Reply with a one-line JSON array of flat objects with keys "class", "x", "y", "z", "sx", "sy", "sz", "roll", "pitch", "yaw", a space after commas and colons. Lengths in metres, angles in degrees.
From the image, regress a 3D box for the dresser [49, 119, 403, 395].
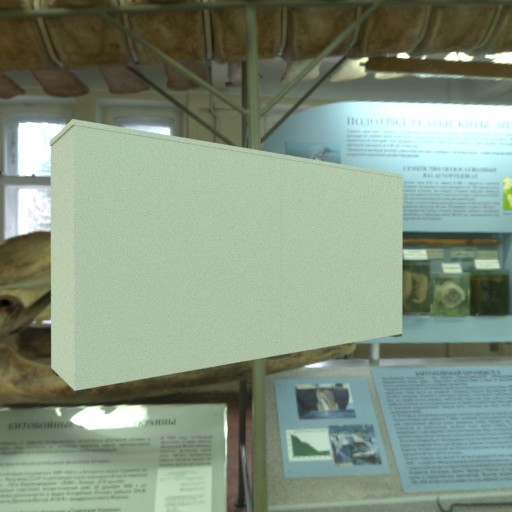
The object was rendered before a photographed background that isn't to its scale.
[{"class": "dresser", "x": 0.000, "y": 0.000, "z": 1.853, "sx": 1.535, "sy": 0.790, "sz": 0.333, "roll": 0, "pitch": 1, "yaw": -36}]
